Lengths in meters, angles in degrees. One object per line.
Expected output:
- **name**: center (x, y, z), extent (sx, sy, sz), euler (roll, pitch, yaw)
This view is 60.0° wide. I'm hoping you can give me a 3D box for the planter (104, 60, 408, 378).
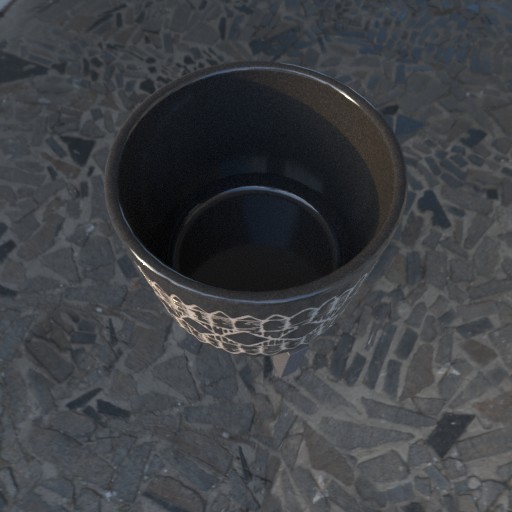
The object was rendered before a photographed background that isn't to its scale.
- **planter**: center (0.000, 0.000, 0.403), extent (0.196, 0.264, 0.196), euler (33, 67, 15)
